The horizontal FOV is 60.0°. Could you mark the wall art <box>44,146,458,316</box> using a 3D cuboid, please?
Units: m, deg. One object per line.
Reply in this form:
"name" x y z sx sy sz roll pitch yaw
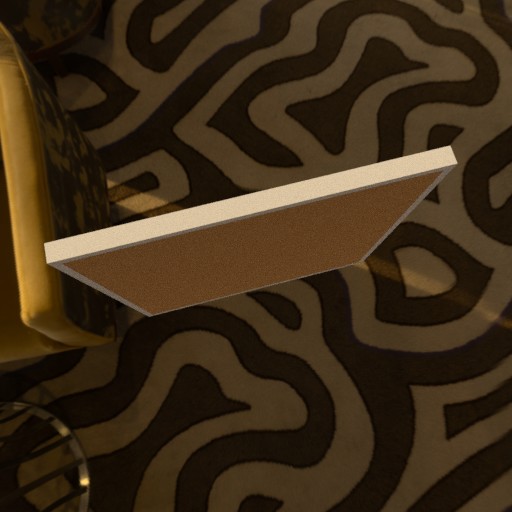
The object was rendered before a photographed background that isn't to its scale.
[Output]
"wall art" 0.000 0.000 1.169 0.762 0.762 0.038 -14 76 -4
